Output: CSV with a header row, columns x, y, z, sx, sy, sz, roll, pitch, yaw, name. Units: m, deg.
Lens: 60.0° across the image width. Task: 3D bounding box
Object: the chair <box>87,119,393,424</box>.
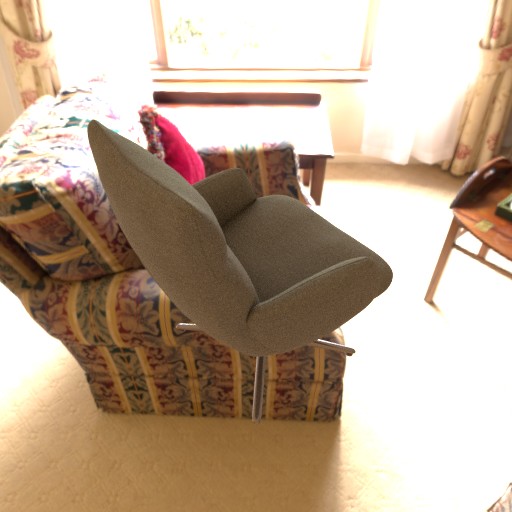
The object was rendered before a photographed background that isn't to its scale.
x,y,z,sx,sy,sz,roll,pitch,yaw,name
0.000,0.000,1.498,0.831,0.984,0.702,-27,48,-27,chair
